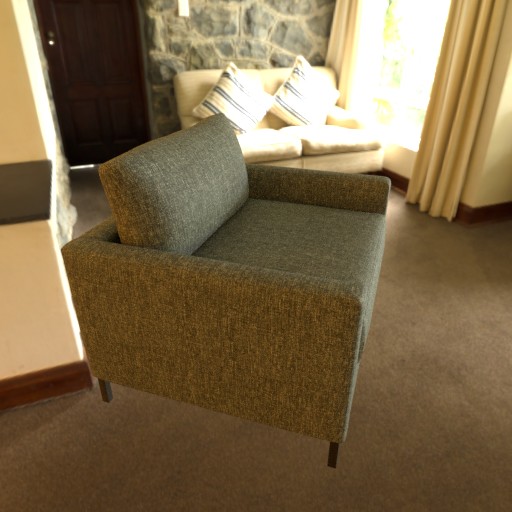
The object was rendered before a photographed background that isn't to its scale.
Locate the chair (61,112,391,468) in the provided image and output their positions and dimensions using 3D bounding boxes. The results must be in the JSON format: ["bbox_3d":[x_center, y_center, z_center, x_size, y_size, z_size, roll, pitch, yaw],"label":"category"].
[{"bbox_3d":[0.000,0.000,1.599,0.866,0.861,0.963,9,30,16],"label":"chair"}]
